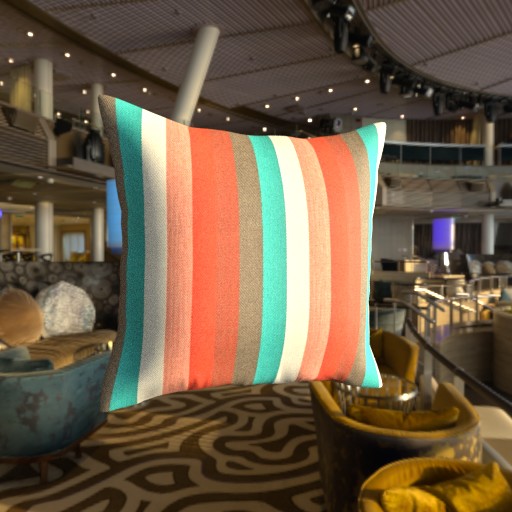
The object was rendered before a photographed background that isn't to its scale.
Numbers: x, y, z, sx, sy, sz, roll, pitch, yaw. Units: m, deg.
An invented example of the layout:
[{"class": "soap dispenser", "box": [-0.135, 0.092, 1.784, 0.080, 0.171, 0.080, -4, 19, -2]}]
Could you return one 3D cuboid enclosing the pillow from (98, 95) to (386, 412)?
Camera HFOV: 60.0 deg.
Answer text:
[{"class": "pillow", "box": [0.000, 0.000, 0.676, 0.453, 0.443, 0.168, 0, 1, -18]}]
